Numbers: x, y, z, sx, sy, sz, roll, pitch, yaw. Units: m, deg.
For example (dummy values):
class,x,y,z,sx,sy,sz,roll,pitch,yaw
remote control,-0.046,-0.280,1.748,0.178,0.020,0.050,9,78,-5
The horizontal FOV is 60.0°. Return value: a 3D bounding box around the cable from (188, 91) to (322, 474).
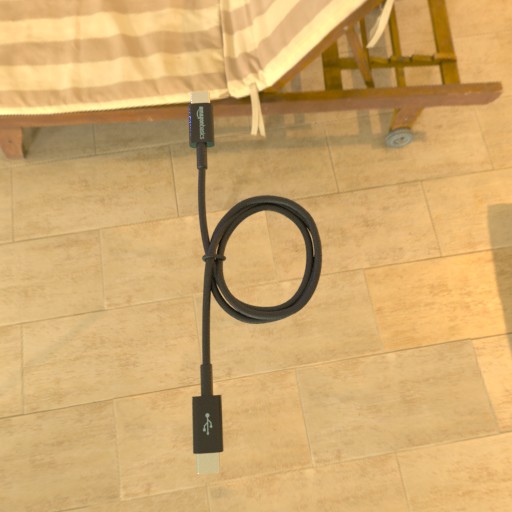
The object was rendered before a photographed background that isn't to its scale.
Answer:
class,x,y,z,sx,sy,sz,roll,pitch,yaw
cable,0.000,0.000,0.229,0.070,0.014,0.203,-3,75,-1
